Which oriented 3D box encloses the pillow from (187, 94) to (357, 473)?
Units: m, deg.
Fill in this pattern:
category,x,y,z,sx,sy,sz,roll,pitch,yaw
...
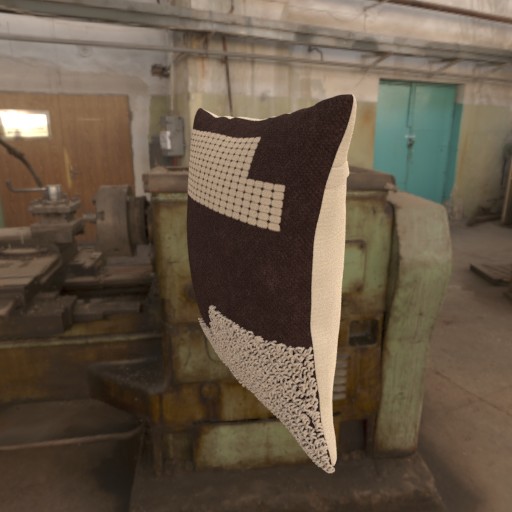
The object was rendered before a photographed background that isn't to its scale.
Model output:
category,x,y,z,sx,sy,sz,roll,pitch,yaw
pillow,0.000,0.000,0.716,0.178,0.473,0.475,-7,18,-25
